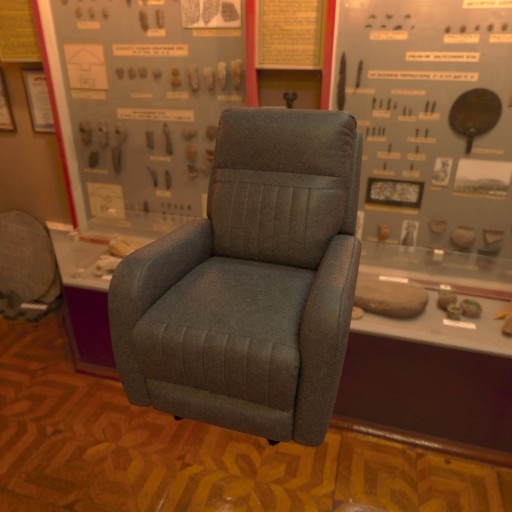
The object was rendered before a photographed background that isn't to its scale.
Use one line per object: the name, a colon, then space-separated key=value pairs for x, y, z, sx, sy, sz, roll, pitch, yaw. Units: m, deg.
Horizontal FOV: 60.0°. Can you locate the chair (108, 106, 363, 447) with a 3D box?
chair: x=0.000 y=0.000 z=1.837 sx=0.865 sy=1.067 sz=1.067 roll=8 pitch=28 yaw=16
